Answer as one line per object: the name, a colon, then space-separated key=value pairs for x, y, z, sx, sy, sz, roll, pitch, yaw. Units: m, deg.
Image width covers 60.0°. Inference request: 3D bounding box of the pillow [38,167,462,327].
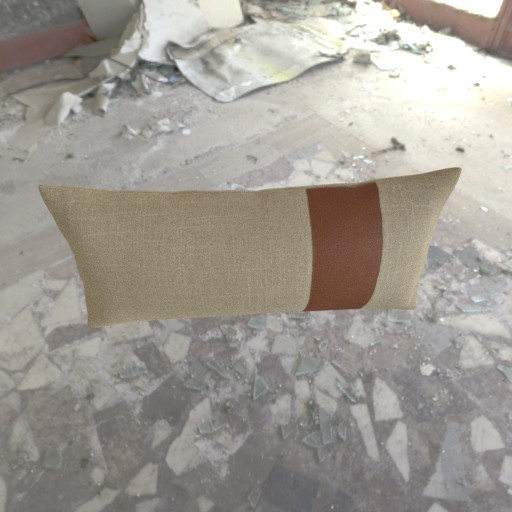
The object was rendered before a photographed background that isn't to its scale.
pillow: x=0.000 y=0.000 z=0.724 sx=0.612 sy=0.282 sz=0.155 roll=-3 pitch=47 yaw=-3
